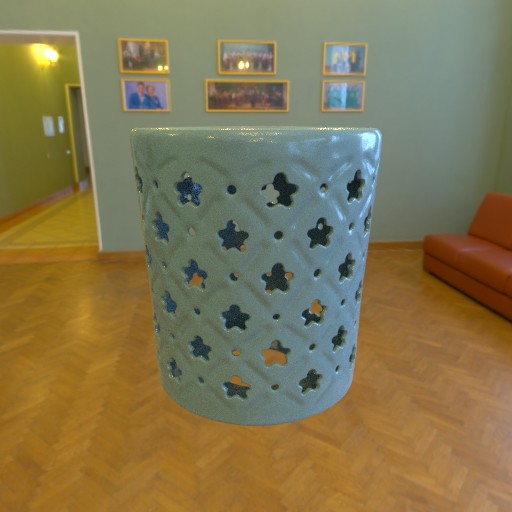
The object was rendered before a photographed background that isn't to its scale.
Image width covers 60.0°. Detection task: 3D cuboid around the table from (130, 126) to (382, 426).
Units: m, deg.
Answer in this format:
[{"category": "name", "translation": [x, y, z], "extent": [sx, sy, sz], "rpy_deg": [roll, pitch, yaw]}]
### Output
[{"category": "table", "translation": [0.000, 0.000, 0.687], "extent": [0.352, 0.387, 0.352], "rpy_deg": [0, 16, 0]}]
